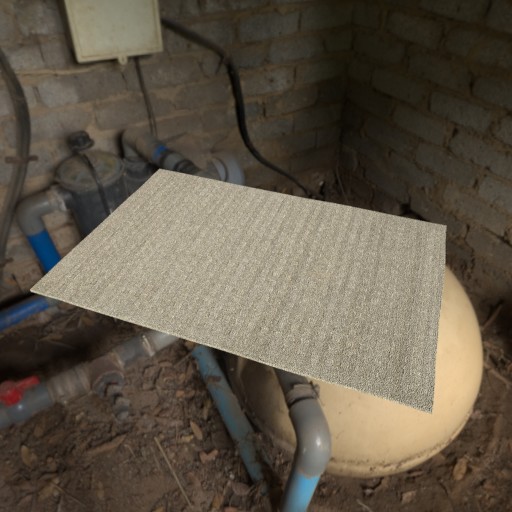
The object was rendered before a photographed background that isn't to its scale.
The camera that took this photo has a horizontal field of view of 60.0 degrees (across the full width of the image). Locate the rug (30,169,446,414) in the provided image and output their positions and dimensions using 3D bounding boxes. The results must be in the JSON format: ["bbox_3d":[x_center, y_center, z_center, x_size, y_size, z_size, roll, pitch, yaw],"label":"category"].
[{"bbox_3d":[0.000,0.000,2.867,2.297,0.018,1.532,14,42,15],"label":"rug"}]
